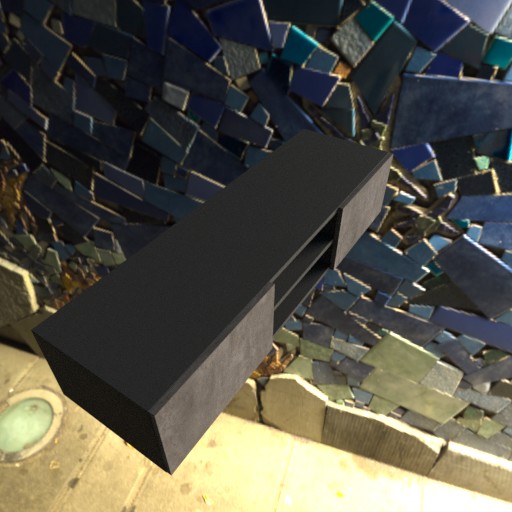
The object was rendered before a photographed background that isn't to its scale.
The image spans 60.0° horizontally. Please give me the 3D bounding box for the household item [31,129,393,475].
[{"bbox_3d":[0.000,0.000,1.563,0.420,0.310,1.400,24,46,25],"label":"household item"}]
